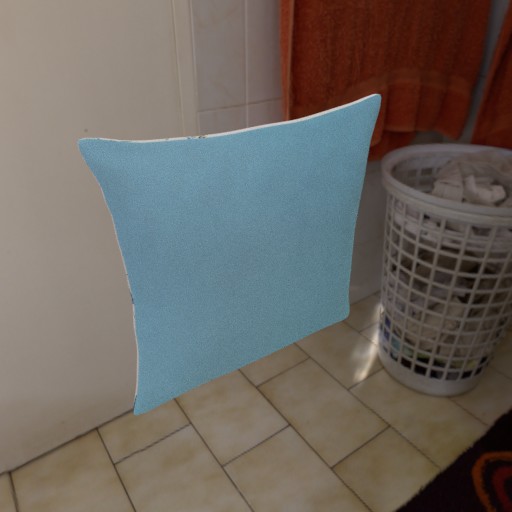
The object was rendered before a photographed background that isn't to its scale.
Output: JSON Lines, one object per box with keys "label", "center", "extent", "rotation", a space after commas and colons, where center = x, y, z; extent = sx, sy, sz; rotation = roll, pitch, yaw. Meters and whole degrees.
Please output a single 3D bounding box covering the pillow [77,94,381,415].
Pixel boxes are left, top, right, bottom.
{"label": "pillow", "center": [0.000, 0.000, 0.795], "extent": [0.526, 0.507, 0.166], "rotation": [-19, 36, -28]}
